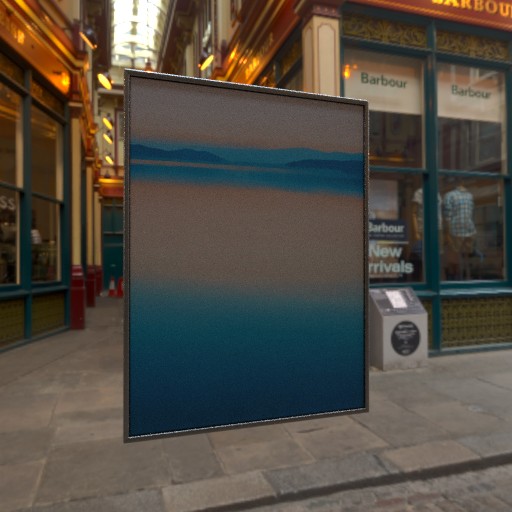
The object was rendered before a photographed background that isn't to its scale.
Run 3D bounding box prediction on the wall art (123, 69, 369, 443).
[{"bbox_3d":[0.000,0.000,1.398,0.801,1.062,0.037,0,0,-19],"label":"wall art"}]
